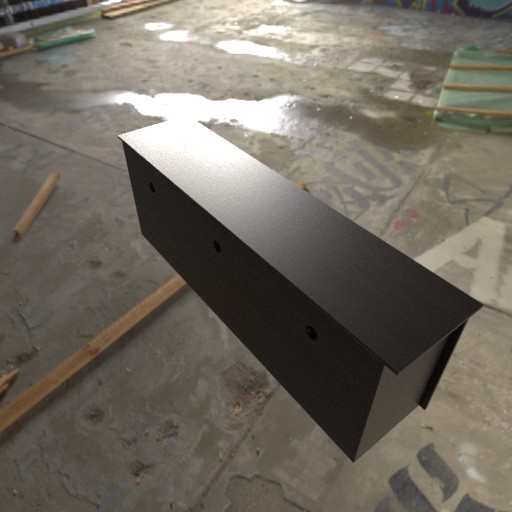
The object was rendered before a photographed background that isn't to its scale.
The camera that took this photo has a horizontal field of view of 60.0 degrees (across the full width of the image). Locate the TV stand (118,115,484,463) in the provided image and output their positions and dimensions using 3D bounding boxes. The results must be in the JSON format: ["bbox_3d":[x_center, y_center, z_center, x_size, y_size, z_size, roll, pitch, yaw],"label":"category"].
[{"bbox_3d":[0.000,0.000,2.005,0.406,0.610,1.778,-27,47,-27],"label":"TV stand"}]
